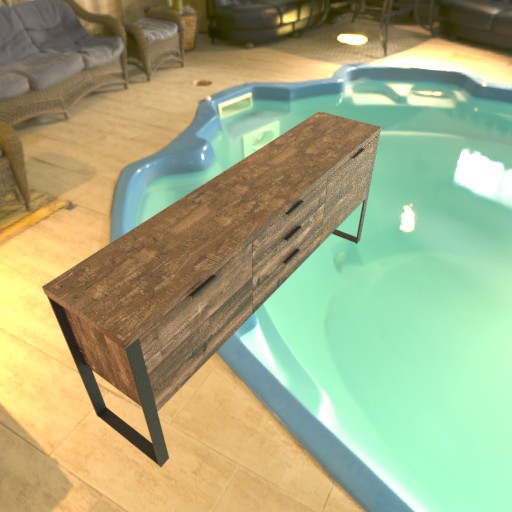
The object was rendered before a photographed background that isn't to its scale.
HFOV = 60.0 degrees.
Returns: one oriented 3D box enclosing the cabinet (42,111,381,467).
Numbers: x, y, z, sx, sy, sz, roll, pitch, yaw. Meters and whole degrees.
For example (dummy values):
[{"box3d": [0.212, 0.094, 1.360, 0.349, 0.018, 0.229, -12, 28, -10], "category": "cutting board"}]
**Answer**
[{"box3d": [0.000, 0.000, 2.133, 0.395, 0.762, 1.800, 24, 45, 27], "category": "cabinet"}]
